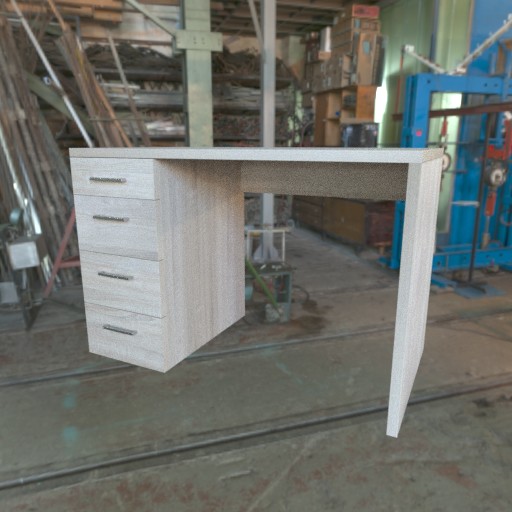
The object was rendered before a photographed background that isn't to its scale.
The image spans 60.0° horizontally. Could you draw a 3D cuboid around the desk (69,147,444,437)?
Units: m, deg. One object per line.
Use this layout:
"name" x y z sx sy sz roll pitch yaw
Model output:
"desk" 0.000 0.000 1.546 1.100 0.731 0.600 7 16 26
